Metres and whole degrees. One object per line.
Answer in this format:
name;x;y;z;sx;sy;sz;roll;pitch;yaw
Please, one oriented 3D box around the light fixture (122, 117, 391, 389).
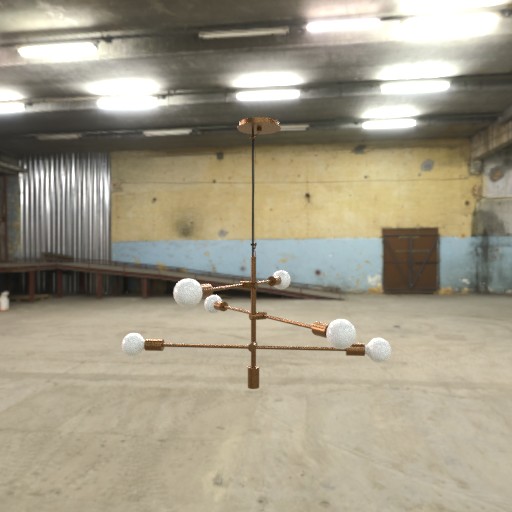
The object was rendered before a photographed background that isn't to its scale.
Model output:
light fixture;0.000;0.000;1.243;0.682;0.744;0.637;0;0;35
